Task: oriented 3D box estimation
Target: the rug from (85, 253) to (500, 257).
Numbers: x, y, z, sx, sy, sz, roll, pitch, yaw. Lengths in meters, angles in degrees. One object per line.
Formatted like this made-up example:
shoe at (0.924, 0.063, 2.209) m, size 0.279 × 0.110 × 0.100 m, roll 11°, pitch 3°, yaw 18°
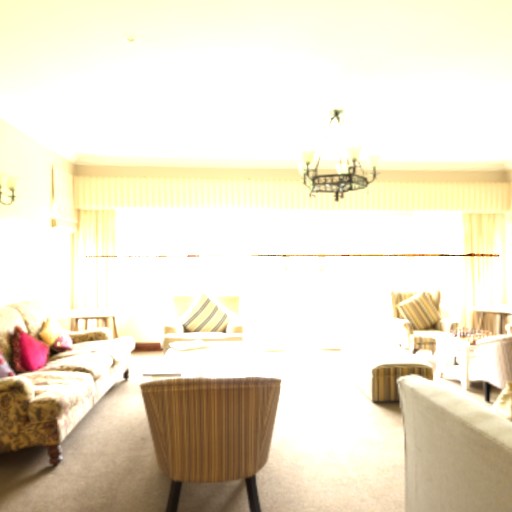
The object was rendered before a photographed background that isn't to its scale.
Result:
rug at (0.000, 0.000, 2.860) m, size 2.682 × 0.015 × 0.763 m, roll 0°, pitch 0°, yaw 37°
